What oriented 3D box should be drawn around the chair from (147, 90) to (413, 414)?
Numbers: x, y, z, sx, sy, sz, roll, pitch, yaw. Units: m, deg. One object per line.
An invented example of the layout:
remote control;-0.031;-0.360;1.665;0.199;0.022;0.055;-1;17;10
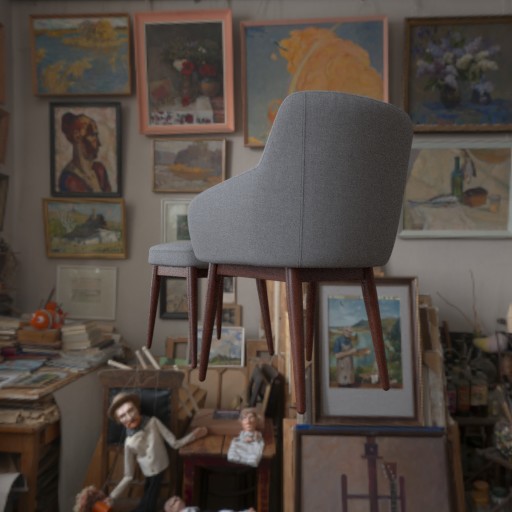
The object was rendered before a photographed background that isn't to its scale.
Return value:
chair;0.000;0.000;1.564;0.584;0.799;1.107;0;0;-36
